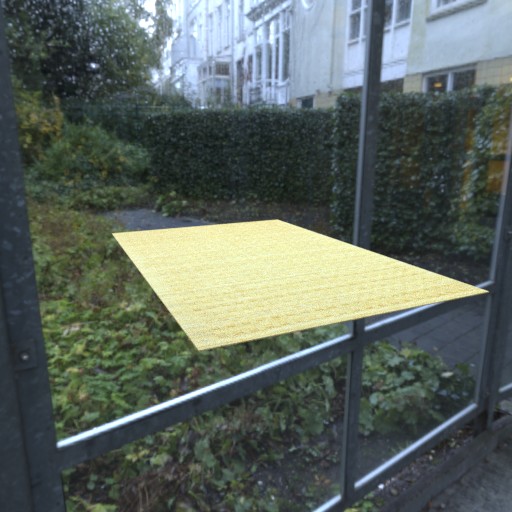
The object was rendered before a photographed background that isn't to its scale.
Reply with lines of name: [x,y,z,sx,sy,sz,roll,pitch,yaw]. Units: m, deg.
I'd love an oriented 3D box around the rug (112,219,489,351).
rug: [0.000,0.000,2.922,1.524,0.006,2.286,-7,16,-24]
